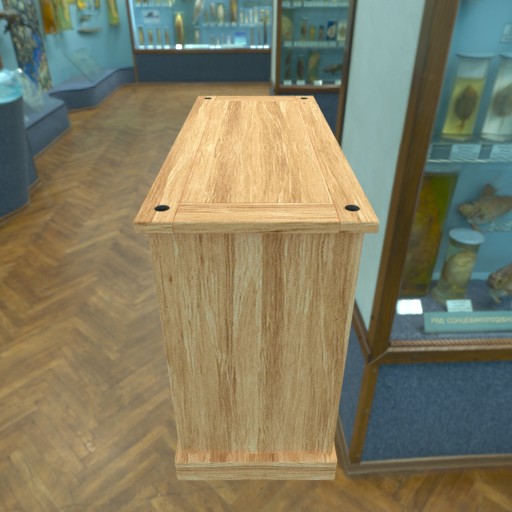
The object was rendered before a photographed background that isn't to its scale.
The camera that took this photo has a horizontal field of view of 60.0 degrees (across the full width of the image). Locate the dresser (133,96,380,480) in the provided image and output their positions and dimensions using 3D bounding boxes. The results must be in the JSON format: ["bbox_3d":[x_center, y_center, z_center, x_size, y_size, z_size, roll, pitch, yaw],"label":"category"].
[{"bbox_3d":[0.000,0.000,1.348,0.410,0.740,0.990,0,31,0],"label":"dresser"}]
